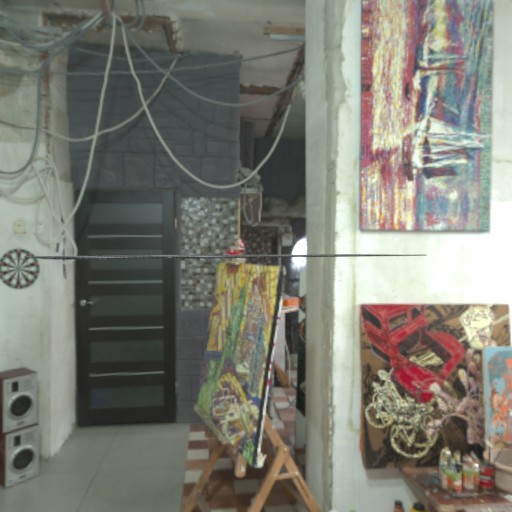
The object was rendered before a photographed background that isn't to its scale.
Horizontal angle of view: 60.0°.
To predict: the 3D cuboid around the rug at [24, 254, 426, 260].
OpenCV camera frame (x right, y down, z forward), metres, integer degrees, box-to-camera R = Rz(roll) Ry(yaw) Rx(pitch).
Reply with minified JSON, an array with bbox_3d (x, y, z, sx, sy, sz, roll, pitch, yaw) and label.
[{"bbox_3d":[0.000,0.000,2.711,2.434,0.012,0.760,0,1,-36],"label":"rug"}]
